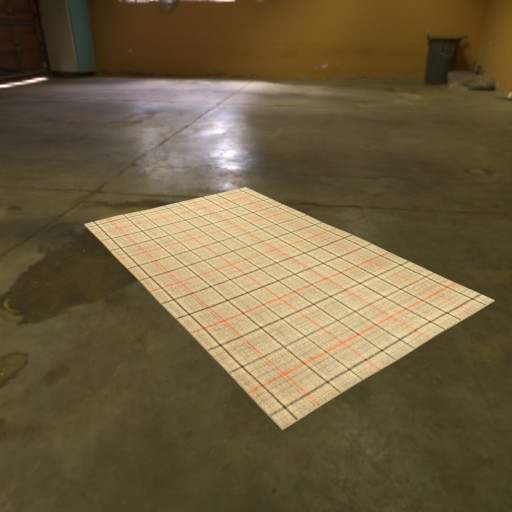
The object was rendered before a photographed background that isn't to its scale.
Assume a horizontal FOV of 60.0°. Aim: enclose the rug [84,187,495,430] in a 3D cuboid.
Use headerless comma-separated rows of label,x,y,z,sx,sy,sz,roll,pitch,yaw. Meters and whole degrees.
rug,0.000,0.000,2.951,1.524,0.015,2.439,-18,32,-31
